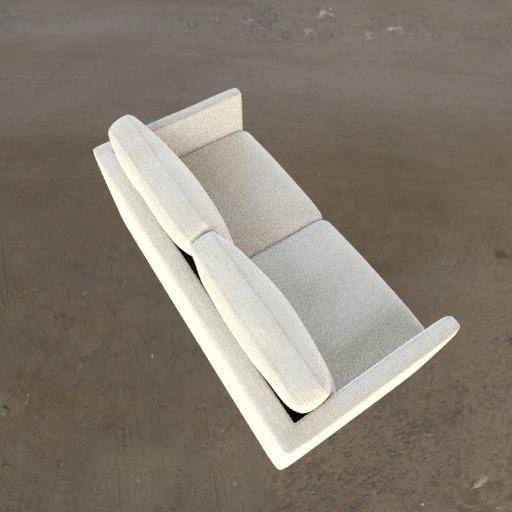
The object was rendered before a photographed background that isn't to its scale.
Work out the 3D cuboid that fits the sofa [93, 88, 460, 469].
[{"bbox_3d":[0.000,0.000,2.373,0.950,0.963,1.838,-30,64,-16],"label":"sofa"}]
